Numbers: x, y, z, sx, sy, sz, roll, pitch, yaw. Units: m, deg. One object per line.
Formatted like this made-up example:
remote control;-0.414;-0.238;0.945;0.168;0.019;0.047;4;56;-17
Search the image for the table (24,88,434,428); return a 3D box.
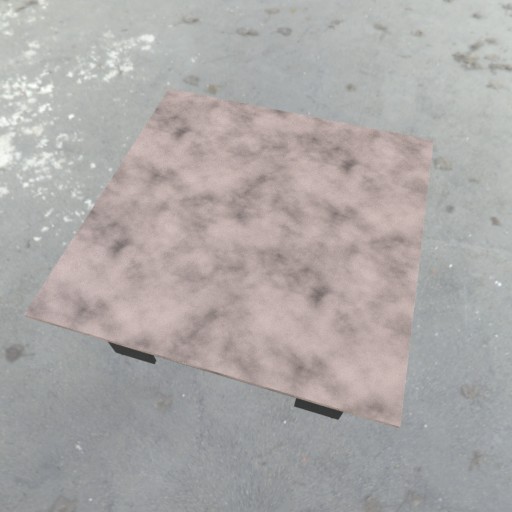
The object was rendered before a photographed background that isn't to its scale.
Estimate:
table;0.000;0.000;1.045;0.670;0.305;0.670;14;58;9
